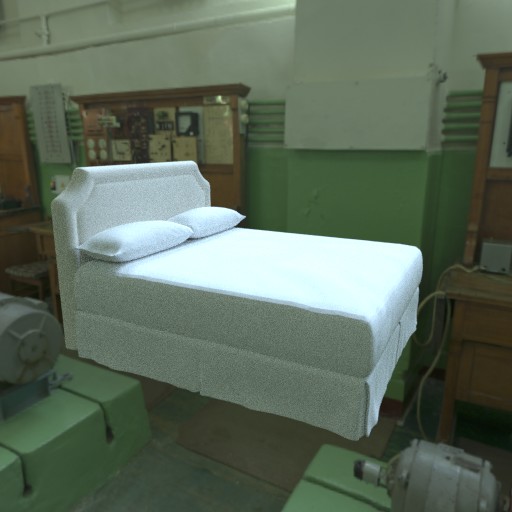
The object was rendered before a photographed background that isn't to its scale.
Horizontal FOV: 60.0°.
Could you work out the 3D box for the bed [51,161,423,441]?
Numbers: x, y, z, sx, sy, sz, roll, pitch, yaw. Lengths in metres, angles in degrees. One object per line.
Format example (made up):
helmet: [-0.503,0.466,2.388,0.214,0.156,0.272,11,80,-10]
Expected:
bed: [0.000,0.000,3.855,2.548,1.524,2.134,7,16,27]
